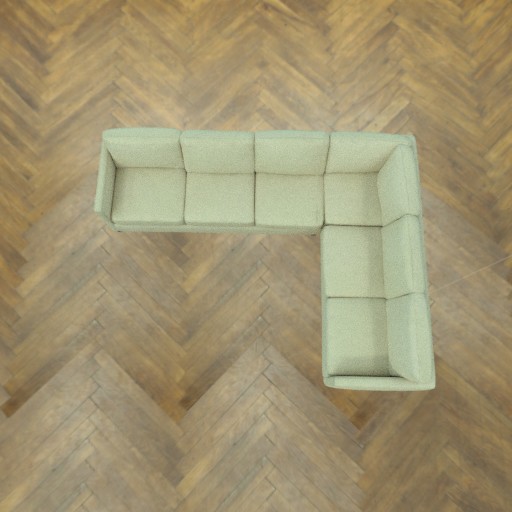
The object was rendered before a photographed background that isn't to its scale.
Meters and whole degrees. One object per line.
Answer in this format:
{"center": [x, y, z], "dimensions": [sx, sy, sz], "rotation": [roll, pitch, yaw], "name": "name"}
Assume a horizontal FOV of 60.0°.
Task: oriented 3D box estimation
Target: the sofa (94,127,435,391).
{"center": [0.000, 0.000, 4.536], "dimensions": [3.302, 0.947, 2.593], "rotation": [1, 75, 0], "name": "sofa"}
